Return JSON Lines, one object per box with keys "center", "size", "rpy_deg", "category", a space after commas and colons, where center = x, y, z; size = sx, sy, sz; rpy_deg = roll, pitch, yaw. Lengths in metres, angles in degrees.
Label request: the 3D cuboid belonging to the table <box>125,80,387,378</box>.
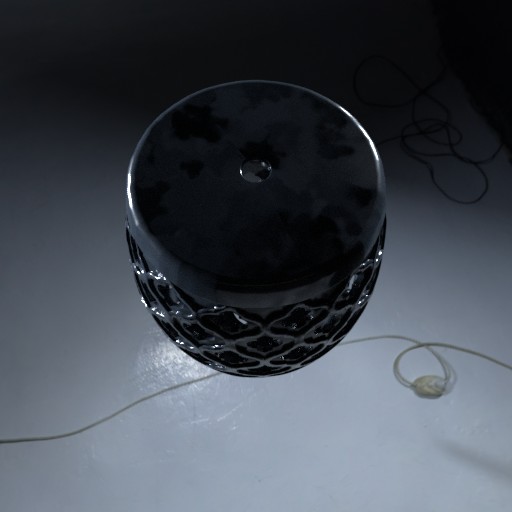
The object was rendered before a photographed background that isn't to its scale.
{"center": [0.000, 0.000, 0.617], "size": [0.325, 0.388, 0.325], "rpy_deg": [0, 64, 0], "category": "table"}
